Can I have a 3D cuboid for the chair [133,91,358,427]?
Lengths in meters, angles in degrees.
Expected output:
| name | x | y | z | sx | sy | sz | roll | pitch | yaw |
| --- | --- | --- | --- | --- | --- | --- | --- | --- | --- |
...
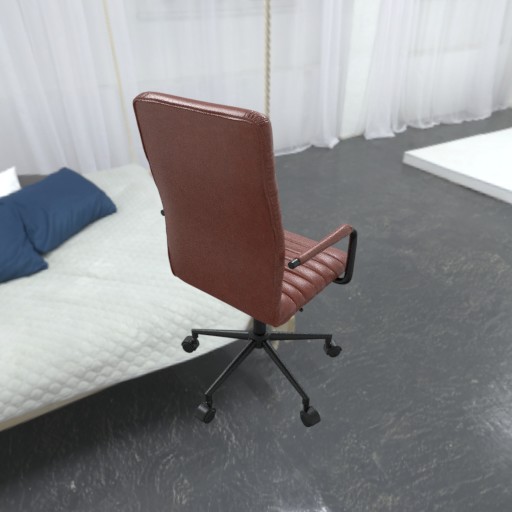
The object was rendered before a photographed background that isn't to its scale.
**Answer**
| name | x | y | z | sx | sy | sz | roll | pitch | yaw |
| --- | --- | --- | --- | --- | --- | --- | --- | --- | --- |
| chair | 0.000 | 0.000 | 1.352 | 0.608 | 0.979 | 0.580 | 23 | 38 | 33 |
